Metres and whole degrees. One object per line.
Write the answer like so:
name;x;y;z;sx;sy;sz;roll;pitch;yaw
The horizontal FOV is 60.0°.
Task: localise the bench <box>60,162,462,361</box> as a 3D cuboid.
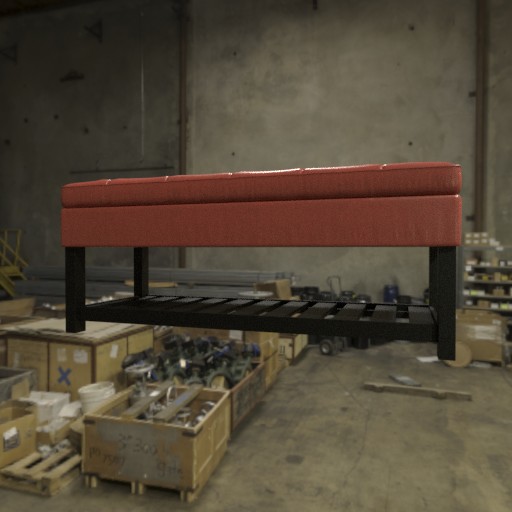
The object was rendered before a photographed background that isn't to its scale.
bench;0.000;0.000;1.352;1.105;0.460;0.432;0;1;18
